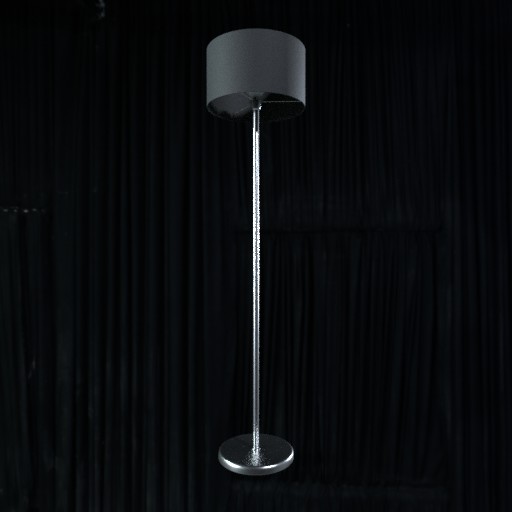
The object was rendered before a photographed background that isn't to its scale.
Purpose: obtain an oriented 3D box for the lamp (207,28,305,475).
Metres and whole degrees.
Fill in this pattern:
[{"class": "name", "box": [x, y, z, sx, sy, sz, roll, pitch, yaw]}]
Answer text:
[{"class": "lamp", "box": [0.000, 0.000, 1.586, 0.348, 1.443, 0.348, 0, 1, 0]}]
